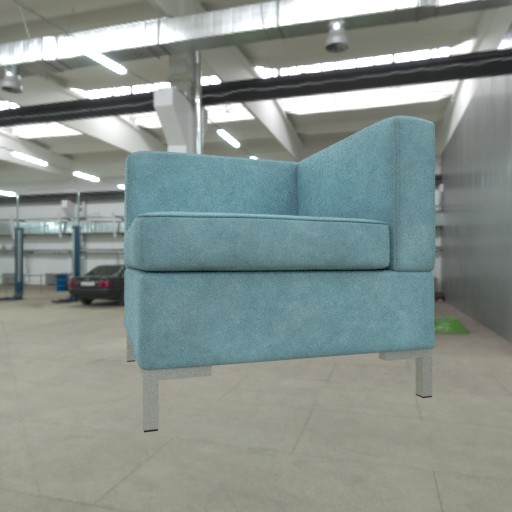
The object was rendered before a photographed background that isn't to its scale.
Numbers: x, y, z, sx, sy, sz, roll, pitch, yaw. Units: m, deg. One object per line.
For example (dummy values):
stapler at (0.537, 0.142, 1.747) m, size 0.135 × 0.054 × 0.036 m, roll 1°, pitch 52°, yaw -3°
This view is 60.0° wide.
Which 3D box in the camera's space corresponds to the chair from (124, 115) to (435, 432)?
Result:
chair at (0.000, 0.000, 1.215) m, size 0.691 × 0.660 × 0.684 m, roll 0°, pitch -1°, yaw -19°
